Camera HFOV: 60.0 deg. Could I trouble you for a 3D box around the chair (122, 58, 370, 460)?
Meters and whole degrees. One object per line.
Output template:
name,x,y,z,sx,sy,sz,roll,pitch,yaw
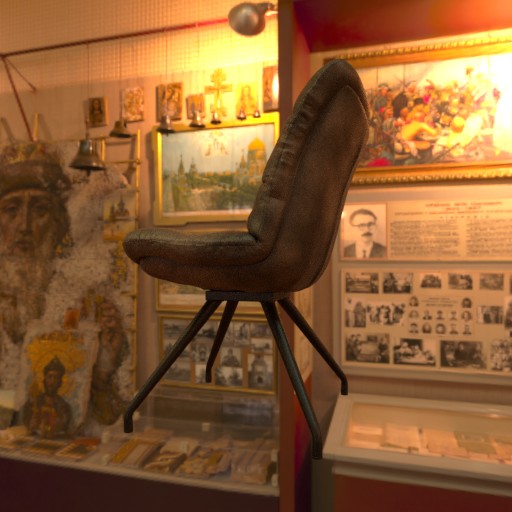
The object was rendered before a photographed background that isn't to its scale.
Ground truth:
chair,0.000,0.000,1.247,0.622,0.870,0.549,0,-1,18
